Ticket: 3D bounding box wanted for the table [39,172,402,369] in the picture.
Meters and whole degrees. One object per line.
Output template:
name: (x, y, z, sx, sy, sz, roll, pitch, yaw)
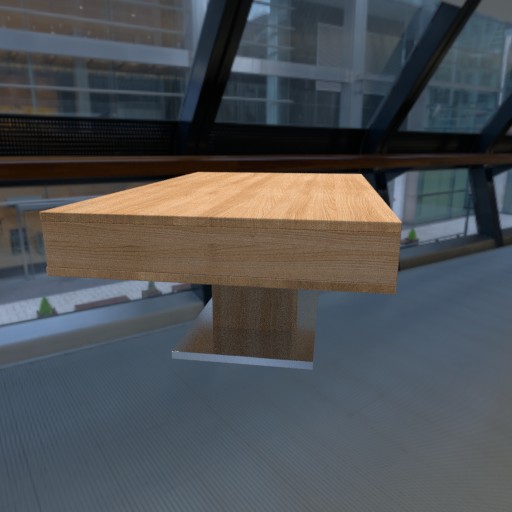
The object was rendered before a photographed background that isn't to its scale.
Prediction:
table: (0.000, 0.000, 1.412, 0.700, 0.440, 1.100, 2, 15, 9)
